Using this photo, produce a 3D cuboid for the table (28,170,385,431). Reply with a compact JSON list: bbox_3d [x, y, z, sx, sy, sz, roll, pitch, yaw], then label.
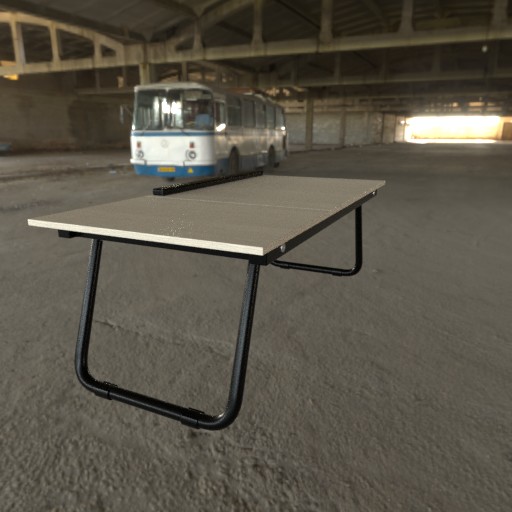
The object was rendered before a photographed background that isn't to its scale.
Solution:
[{"bbox_3d":[0.000,0.000,0.790,0.322,0.242,0.644,7,17,25],"label":"table"}]
